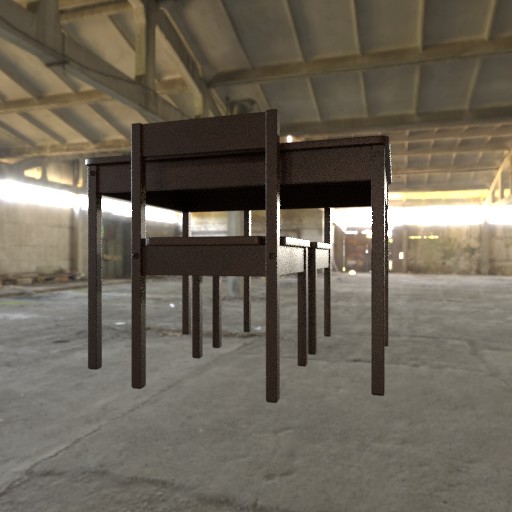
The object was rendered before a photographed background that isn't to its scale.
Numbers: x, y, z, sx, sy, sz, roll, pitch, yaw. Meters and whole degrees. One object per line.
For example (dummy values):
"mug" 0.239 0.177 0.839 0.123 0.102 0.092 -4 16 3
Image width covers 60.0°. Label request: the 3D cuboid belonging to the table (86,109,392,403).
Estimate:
"table" 0.000 0.000 1.116 0.650 0.503 0.672 0 0 17
